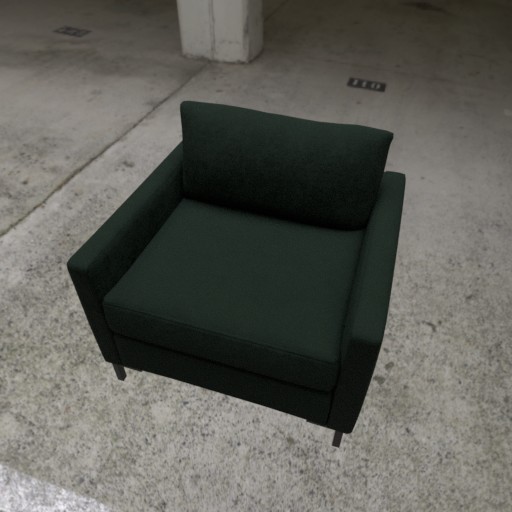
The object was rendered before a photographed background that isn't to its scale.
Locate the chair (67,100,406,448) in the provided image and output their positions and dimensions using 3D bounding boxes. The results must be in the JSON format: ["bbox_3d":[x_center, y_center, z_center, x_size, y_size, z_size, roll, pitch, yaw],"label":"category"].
[{"bbox_3d":[0.000,0.000,1.628,0.963,0.861,0.866,12,43,13],"label":"chair"}]
